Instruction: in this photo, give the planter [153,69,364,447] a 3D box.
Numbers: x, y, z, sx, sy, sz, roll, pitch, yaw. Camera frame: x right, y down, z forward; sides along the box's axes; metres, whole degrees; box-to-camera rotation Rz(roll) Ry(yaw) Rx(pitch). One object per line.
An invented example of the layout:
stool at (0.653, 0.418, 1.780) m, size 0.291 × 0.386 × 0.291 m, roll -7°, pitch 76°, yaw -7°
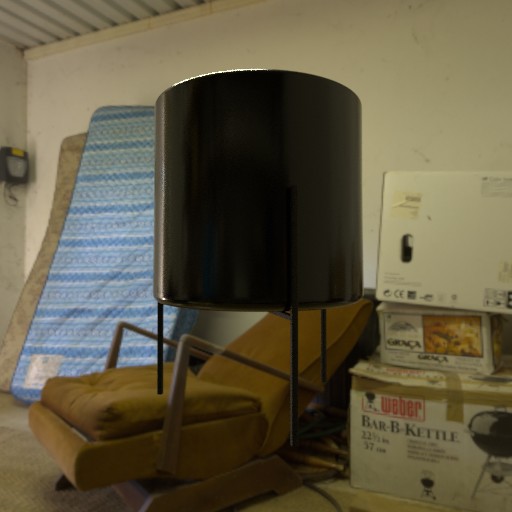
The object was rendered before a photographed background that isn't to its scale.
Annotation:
planter at (0.000, 0.000, 0.653) m, size 0.310 × 0.432 × 0.310 m, roll 0°, pitch -1°, yaw 1°
